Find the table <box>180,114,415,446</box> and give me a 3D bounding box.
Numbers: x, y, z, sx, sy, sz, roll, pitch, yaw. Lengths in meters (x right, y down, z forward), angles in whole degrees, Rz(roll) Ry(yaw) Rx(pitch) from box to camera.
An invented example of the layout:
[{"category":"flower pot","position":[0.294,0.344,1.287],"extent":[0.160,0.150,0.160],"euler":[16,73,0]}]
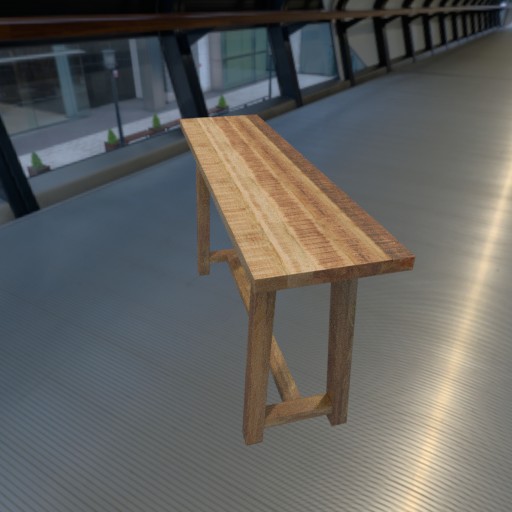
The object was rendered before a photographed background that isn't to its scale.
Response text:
[{"category":"table","position":[0.000,0.000,1.876],"extent":[0.405,0.810,1.524],"euler":[-8,31,-13]}]
